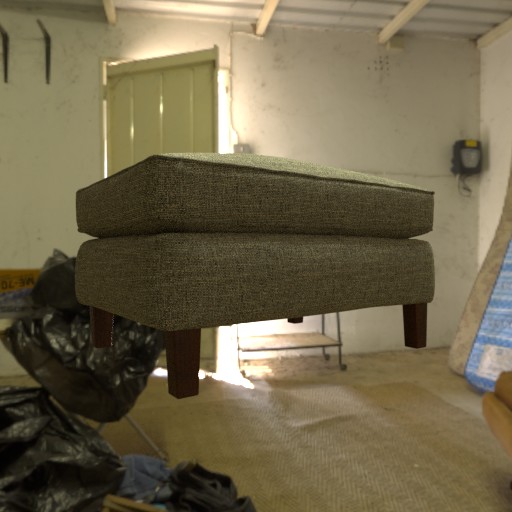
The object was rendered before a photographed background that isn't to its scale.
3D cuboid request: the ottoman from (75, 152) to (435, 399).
[{"bbox_3d":[0.000,0.000,0.989,0.686,0.406,0.508,0,1,-35],"label":"ottoman"}]
